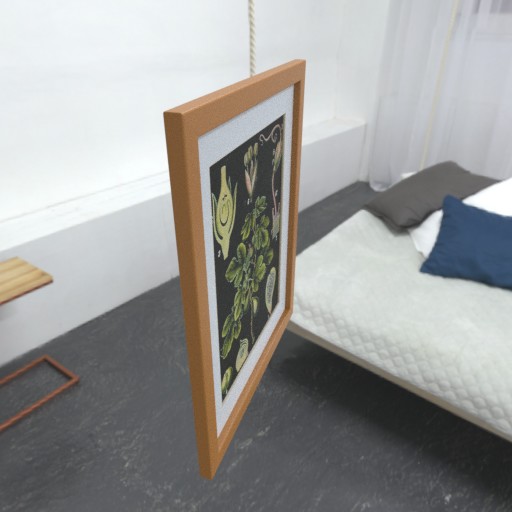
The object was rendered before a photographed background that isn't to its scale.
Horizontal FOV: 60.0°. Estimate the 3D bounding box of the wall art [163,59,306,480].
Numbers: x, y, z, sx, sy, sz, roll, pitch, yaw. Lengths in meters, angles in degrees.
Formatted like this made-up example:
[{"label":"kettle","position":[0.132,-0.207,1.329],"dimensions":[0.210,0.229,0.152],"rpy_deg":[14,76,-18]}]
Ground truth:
[{"label":"wall art","position":[0.000,0.000,0.734],"dimensions":[0.022,0.553,0.452],"rpy_deg":[10,32,17]}]
